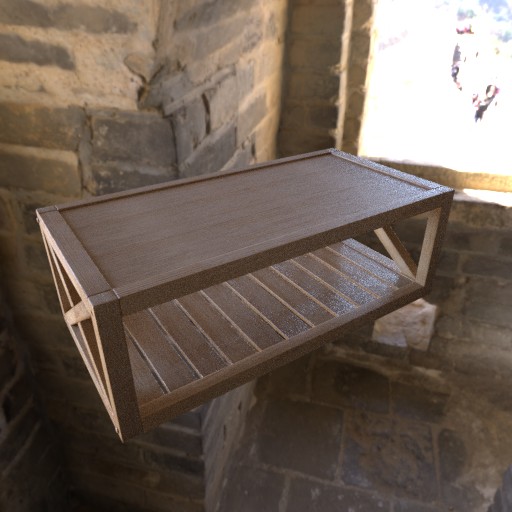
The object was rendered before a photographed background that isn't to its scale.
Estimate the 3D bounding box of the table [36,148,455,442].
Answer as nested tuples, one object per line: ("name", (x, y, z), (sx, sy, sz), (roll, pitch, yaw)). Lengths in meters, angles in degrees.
("table", (0.000, 0.000, 1.650), (1.321, 0.457, 0.660), (-18, 34, -29))
